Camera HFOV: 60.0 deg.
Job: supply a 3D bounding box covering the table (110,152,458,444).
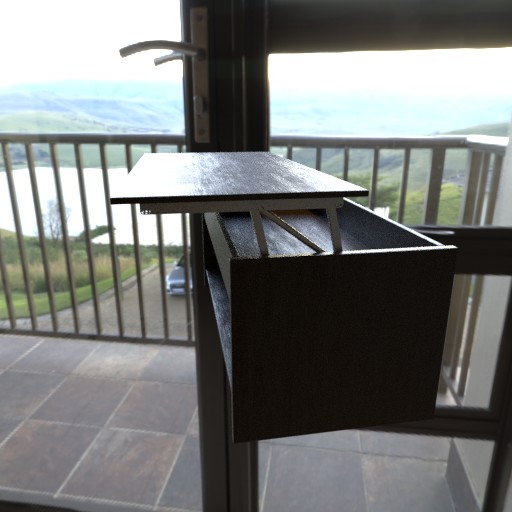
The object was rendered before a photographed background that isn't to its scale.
[{"bbox_3d":[0.000,0.000,1.413,0.712,0.570,1.000,-3,18,-10],"label":"table"}]
